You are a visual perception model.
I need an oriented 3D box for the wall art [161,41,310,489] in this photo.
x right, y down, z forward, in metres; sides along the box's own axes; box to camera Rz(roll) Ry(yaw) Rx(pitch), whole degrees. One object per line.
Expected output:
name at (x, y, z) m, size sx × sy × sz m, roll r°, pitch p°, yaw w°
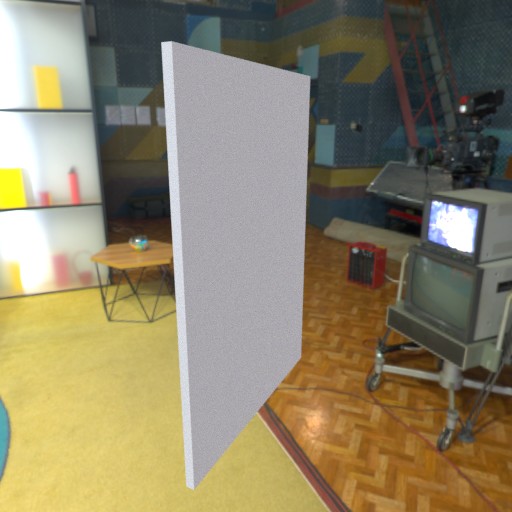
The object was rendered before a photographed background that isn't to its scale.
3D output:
wall art at (0.000, 0.000, 0.666) m, size 0.013 × 0.533 × 0.381 m, roll 8°, pitch 19°, yaw 26°
